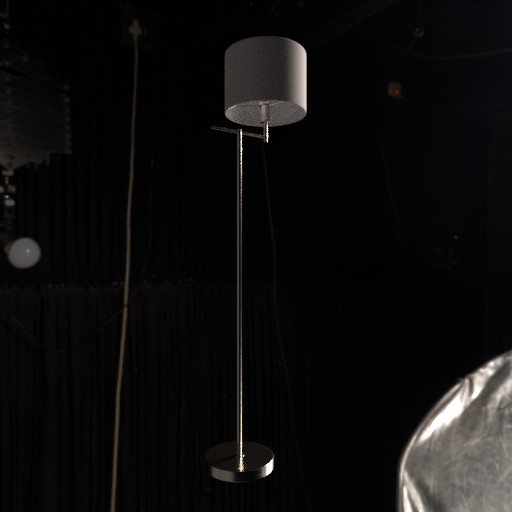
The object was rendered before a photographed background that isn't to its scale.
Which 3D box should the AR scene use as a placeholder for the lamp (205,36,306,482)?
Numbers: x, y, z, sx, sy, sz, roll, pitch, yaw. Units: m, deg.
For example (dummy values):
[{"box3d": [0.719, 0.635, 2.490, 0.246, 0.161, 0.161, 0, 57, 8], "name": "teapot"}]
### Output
[{"box3d": [0.000, 0.000, 1.743, 0.416, 1.600, 0.324, 0, 0, -34], "name": "lamp"}]
